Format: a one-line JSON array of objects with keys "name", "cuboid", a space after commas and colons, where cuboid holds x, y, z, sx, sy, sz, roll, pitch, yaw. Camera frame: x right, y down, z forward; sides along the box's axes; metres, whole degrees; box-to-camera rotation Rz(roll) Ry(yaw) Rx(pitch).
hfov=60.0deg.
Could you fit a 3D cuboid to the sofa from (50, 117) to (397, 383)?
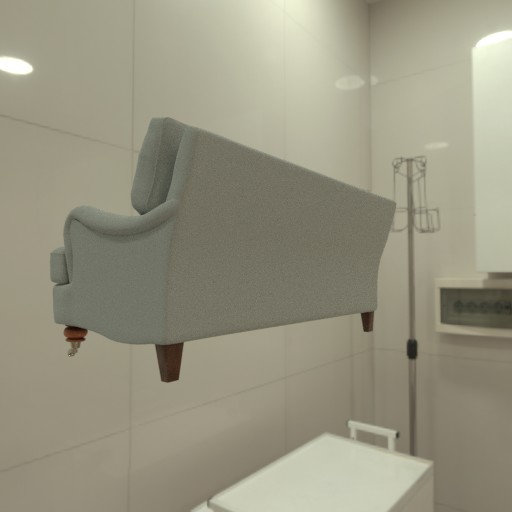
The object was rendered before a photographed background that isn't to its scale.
[{"name": "sofa", "cuboid": [0.000, 0.000, 2.793, 1.069, 1.096, 2.193, -2, -3, 37]}]
